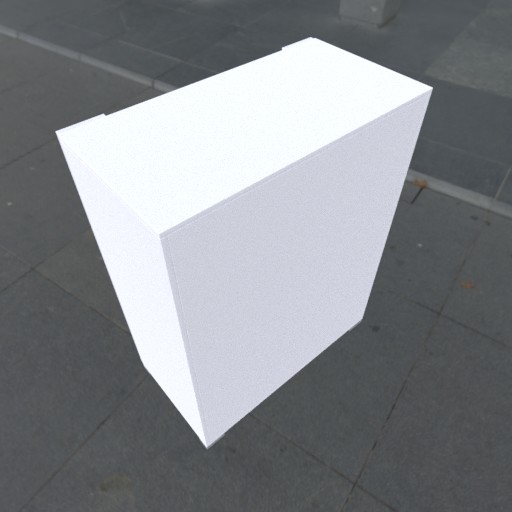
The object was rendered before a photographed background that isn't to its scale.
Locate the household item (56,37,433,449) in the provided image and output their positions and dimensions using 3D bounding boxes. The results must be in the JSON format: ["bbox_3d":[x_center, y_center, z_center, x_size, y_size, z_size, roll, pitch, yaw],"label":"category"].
[{"bbox_3d":[0.000,0.000,1.396,0.790,1.010,0.420,-32,55,-26],"label":"household item"}]
